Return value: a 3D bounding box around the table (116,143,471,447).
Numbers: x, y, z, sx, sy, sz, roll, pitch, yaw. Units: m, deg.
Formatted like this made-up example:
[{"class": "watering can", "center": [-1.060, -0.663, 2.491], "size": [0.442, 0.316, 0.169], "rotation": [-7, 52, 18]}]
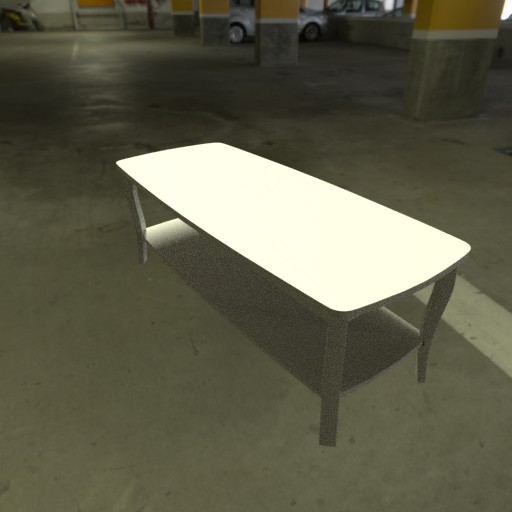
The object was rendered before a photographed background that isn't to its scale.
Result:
[{"class": "table", "center": [0.000, 0.000, 1.615], "size": [0.561, 0.474, 1.334], "rotation": [-20, 35, -31]}]
